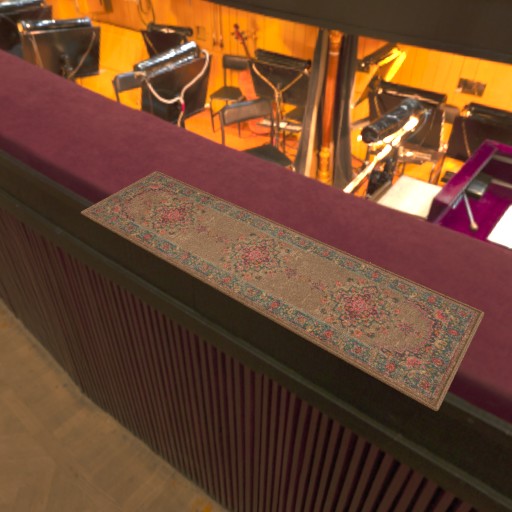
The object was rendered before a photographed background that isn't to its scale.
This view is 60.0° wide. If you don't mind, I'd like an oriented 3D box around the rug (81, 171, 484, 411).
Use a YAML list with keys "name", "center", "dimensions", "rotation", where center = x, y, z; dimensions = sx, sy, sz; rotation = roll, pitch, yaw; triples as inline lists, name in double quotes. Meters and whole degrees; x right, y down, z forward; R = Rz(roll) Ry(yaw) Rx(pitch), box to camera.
- name: "rug"
  center: [0.000, 0.000, 2.484]
  dimensions: [2.297, 0.019, 0.659]
  rotation: [26, 47, 27]
